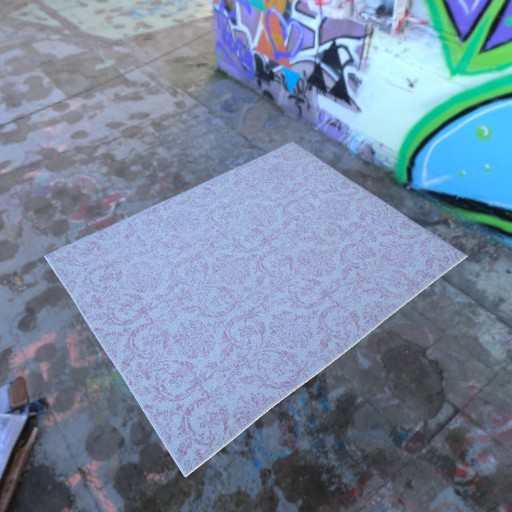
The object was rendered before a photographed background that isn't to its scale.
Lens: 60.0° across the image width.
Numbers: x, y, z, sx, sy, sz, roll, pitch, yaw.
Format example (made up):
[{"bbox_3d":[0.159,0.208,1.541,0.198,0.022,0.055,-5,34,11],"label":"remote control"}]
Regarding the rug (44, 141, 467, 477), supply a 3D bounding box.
[{"bbox_3d":[0.000,0.000,3.977,2.980,0.012,2.363,-30,54,-25],"label":"rug"}]
